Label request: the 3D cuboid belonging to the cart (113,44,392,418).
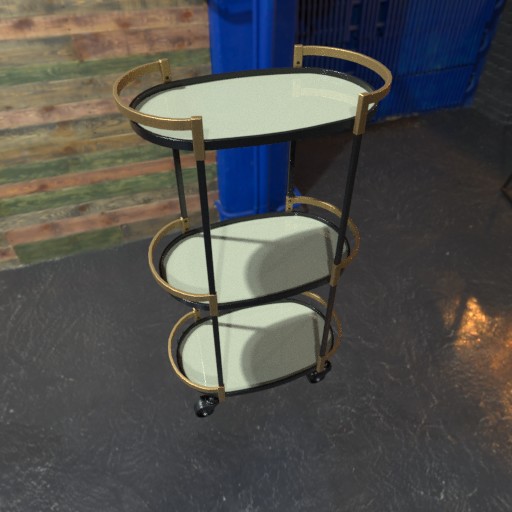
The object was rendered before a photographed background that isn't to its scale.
[{"bbox_3d":[0.000,0.000,1.107,0.515,0.885,0.311,-13,43,-14],"label":"cart"}]
